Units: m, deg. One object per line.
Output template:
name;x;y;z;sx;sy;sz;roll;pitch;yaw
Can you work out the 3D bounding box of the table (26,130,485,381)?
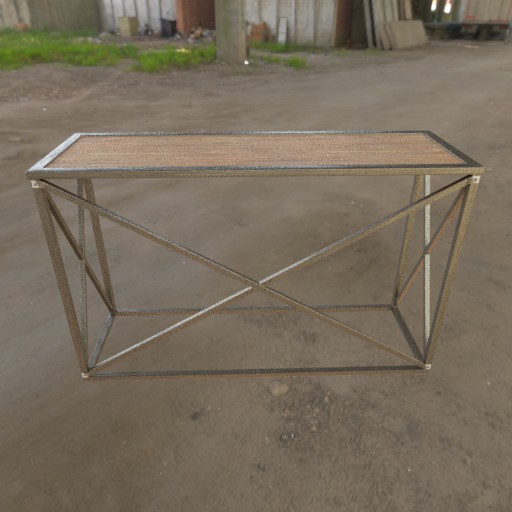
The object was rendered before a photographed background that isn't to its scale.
table;0.000;0.000;1.531;1.216;0.753;0.402;-1;30;-2
